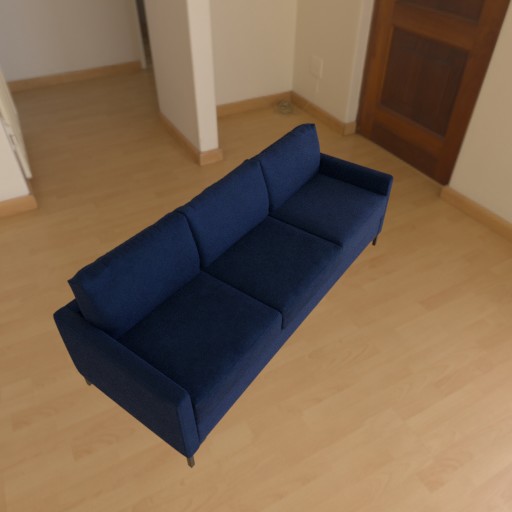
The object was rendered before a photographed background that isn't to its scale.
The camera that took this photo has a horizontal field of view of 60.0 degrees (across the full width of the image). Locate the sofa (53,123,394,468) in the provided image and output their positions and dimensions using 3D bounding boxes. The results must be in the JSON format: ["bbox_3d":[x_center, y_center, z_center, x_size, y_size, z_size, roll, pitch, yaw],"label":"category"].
[{"bbox_3d":[0.000,0.000,2.768,0.875,0.879,2.252,25,47,26],"label":"sofa"}]
